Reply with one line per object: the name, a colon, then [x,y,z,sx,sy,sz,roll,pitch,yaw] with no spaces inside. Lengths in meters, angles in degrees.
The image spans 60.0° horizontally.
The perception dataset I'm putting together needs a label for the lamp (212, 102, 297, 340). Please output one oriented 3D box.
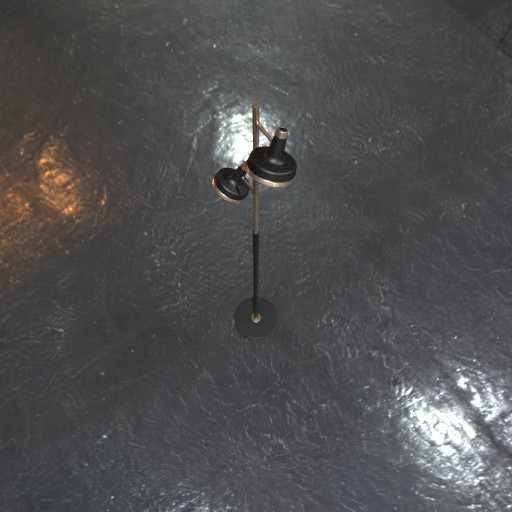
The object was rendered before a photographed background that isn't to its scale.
lamp: [0.000,0.000,1.828,0.253,1.674,0.351,-30,68,-14]
